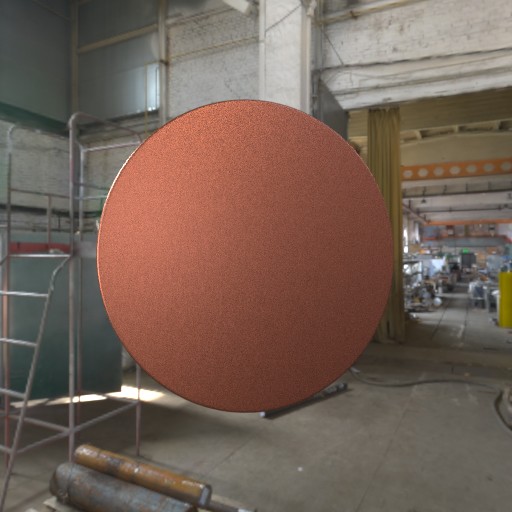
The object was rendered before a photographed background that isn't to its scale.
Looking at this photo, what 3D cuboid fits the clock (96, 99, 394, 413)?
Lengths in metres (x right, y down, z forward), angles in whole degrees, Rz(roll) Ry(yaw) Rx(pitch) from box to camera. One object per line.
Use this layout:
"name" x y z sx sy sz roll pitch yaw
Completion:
"clock" 0.000 0.000 0.463 0.313 0.313 0.040 0 0 -19
